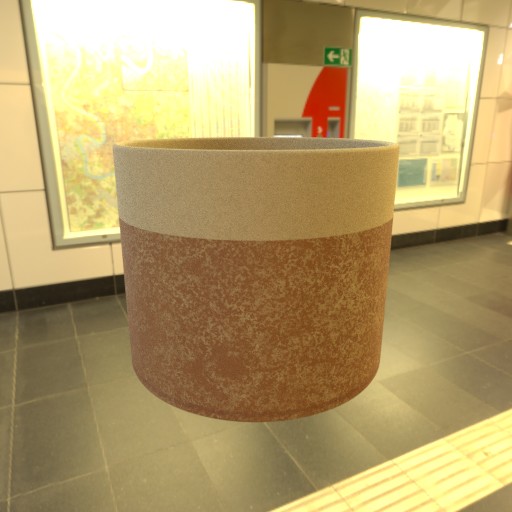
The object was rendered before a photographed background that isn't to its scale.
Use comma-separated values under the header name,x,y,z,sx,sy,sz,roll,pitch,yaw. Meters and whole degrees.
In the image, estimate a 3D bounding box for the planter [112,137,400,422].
name,x,y,z,sx,sy,sz,roll,pitch,yaw
planter,0.000,0.000,0.276,0.159,0.138,0.159,0,17,0
